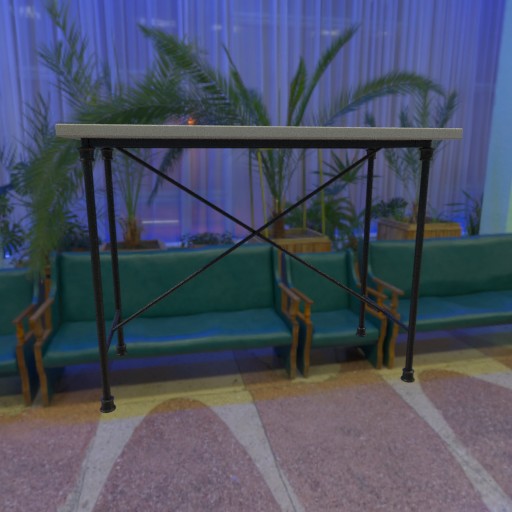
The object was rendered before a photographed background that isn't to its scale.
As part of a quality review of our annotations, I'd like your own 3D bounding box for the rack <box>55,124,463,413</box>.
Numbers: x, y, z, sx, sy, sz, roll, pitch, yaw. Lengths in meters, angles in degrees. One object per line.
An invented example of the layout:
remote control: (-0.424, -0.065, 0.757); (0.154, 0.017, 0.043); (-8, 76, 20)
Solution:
rack: (0.000, 0.000, 1.627); (1.159, 0.880, 0.613); (-2, 13, -10)
